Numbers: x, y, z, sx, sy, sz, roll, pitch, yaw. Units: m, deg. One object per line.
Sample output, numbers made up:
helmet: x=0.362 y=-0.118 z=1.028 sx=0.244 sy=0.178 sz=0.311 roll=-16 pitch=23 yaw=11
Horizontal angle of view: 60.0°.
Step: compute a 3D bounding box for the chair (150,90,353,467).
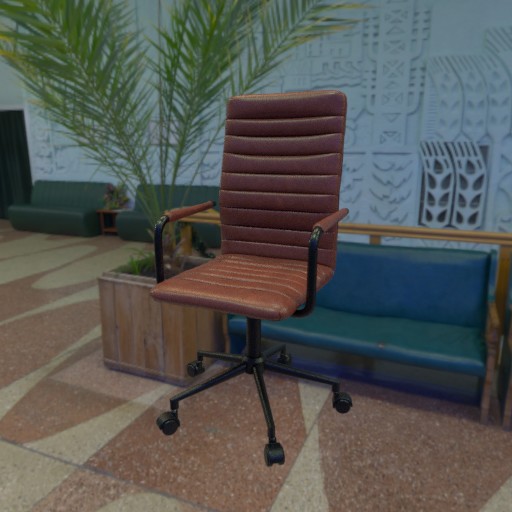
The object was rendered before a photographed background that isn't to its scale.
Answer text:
chair: x=0.000 y=0.000 z=1.344 sx=0.608 sy=0.979 sz=0.580 roll=6 pitch=15 yaw=24
